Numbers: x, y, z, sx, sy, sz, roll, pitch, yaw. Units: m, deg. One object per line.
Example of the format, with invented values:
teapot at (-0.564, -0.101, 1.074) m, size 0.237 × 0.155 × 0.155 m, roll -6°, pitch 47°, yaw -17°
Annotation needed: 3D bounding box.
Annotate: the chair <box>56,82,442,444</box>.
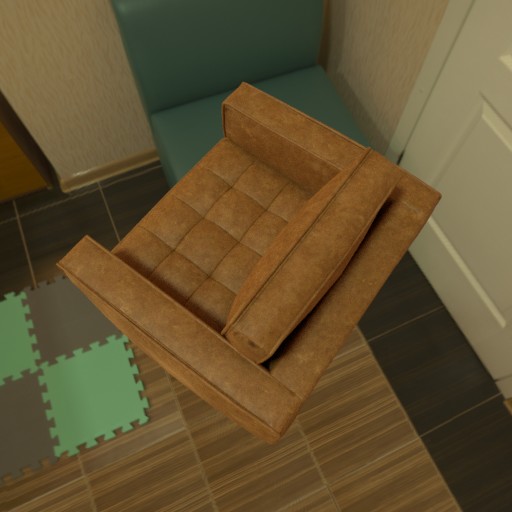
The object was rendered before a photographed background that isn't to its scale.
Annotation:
chair at (0.000, 0.000, 1.493) m, size 0.798 × 0.767 × 0.928 m, roll 34°, pitch 69°, yaw 15°
